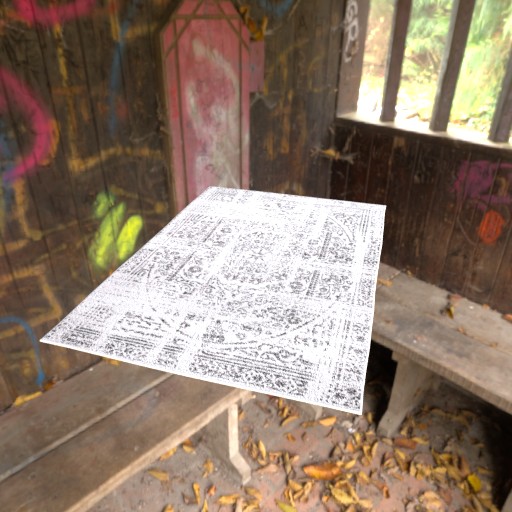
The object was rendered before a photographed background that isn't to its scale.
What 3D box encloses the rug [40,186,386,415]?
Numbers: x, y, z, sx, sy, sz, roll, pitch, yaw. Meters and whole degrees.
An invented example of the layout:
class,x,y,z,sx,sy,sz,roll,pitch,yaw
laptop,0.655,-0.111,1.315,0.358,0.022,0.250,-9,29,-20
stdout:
class,x,y,z,sx,sy,sz,roll,pitch,yaw
rug,0.000,0.000,3.168,1.706,0.026,2.438,8,31,15
